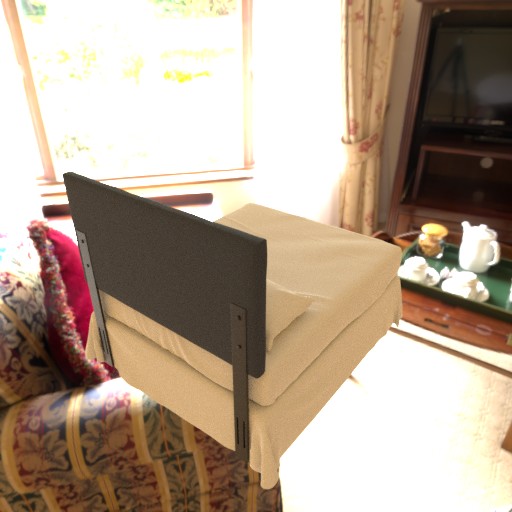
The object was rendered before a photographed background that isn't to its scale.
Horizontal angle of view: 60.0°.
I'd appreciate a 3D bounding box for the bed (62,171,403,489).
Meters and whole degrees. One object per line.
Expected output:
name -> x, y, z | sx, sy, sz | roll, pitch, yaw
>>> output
bed -> 0.000, 0.000, 3.518 | 1.936, 1.577, 2.222 | 21, 35, 33
